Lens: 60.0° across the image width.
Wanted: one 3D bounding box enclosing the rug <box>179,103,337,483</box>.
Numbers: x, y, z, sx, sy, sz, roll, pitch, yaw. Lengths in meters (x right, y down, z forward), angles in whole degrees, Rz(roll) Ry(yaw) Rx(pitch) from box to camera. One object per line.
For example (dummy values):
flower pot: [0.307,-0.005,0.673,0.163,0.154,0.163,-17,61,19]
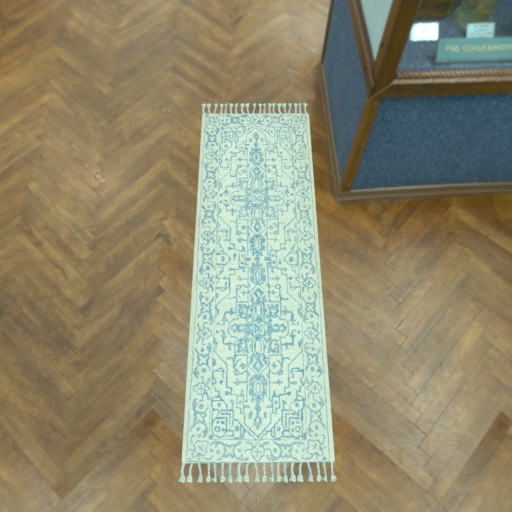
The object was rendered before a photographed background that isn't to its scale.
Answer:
rug: [0.000,0.000,2.687,0.774,0.011,2.449,0,65,0]
